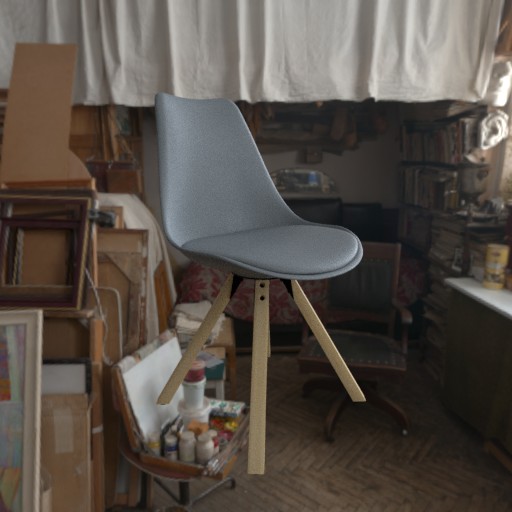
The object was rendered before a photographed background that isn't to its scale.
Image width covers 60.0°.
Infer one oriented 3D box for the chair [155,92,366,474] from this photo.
[{"bbox_3d":[0.000,0.000,1.191,0.485,0.850,0.549,-13,19,-43],"label":"chair"}]
